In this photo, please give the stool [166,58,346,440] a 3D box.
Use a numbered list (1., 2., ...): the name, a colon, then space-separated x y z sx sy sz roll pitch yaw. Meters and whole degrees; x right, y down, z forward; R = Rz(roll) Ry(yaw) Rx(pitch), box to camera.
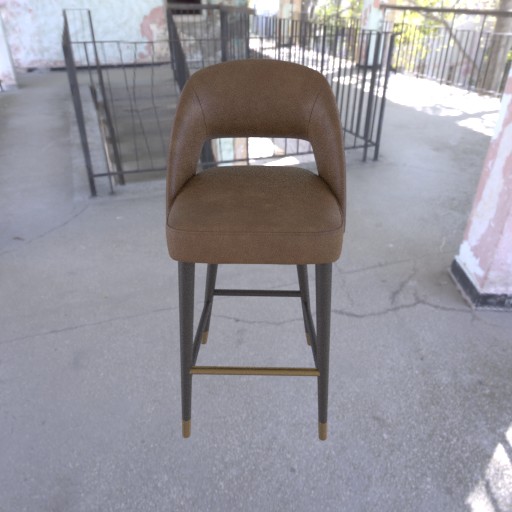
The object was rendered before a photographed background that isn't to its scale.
1. stool: 0.000 0.000 1.336 0.494 1.037 0.509 1 31 1
